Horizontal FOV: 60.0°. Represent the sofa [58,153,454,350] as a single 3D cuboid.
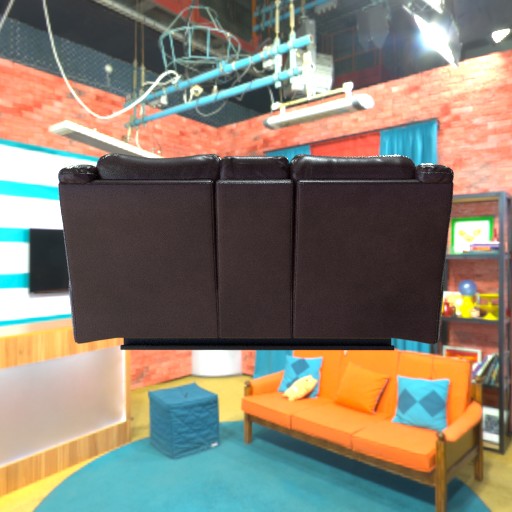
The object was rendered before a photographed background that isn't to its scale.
[{"bbox_3d":[0.000,0.000,2.632,2.058,1.043,0.991,0,0,1],"label":"sofa"}]
